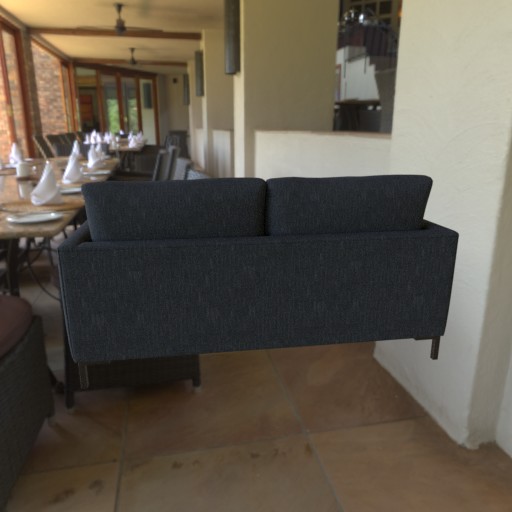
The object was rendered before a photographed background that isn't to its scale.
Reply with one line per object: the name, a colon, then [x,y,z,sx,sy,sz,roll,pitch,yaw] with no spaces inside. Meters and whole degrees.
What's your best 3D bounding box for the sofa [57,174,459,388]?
sofa: [0.000,0.000,2.280,1.716,0.862,0.866,-2,16,-8]
